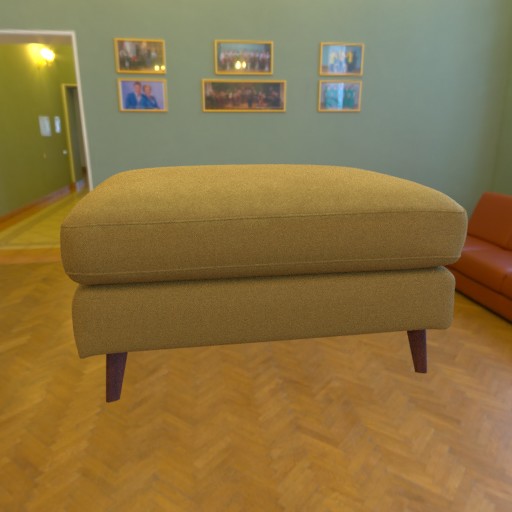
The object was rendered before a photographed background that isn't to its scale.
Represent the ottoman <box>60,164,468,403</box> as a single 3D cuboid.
[{"bbox_3d":[0.000,0.000,1.133,0.811,0.449,0.608,-3,17,-9],"label":"ottoman"}]
